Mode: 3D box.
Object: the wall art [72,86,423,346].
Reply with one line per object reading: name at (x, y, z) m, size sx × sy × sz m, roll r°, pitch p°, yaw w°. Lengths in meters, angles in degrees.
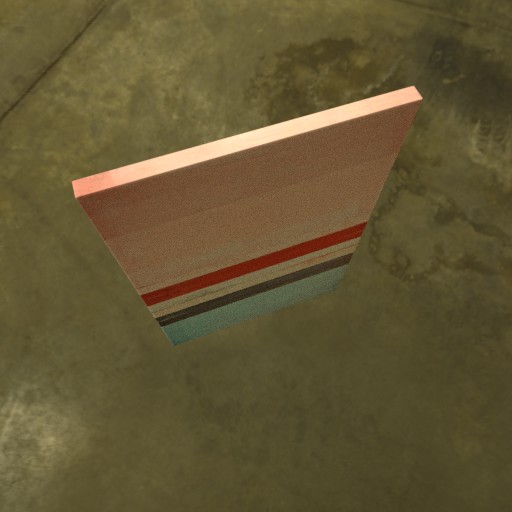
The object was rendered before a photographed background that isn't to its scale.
wall art at (0.000, 0.000, 1.152) m, size 0.610 × 0.914 × 0.038 m, roll -18°, pitch 66°, yaw -8°
